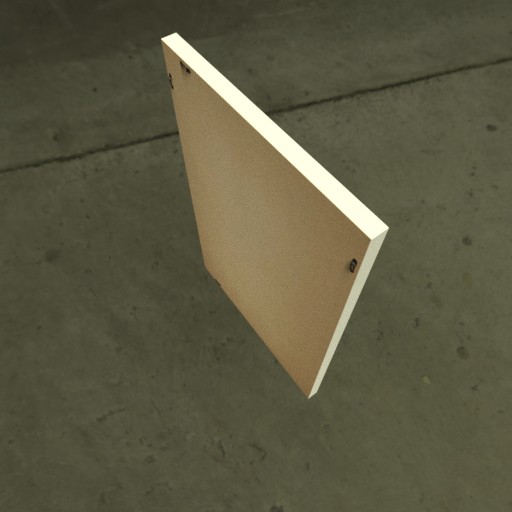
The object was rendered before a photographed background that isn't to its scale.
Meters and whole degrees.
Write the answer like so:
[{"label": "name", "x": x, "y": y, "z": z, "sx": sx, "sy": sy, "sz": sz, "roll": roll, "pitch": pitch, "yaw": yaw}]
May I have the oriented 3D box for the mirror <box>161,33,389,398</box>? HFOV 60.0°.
[{"label": "mirror", "x": 0.000, "y": 0.000, "z": 1.165, "sx": 0.041, "sy": 0.914, "sz": 0.609, "roll": -32, "pitch": 63, "yaw": -18}]
